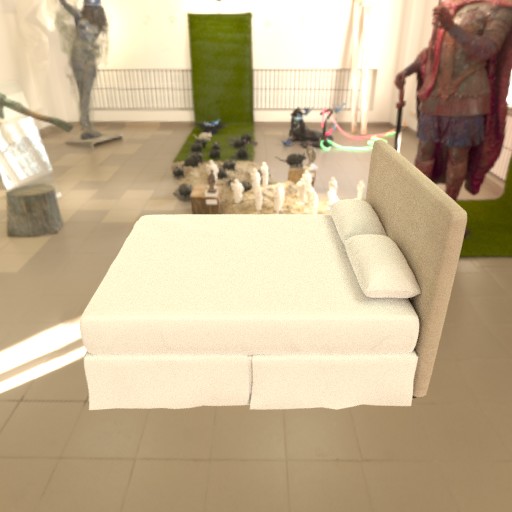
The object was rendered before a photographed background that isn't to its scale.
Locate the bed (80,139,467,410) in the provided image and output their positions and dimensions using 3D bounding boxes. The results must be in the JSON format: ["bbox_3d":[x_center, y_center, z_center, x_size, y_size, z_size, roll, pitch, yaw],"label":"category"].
[{"bbox_3d":[0.000,0.000,3.219,2.162,1.330,1.713,0,27,0],"label":"bed"}]
